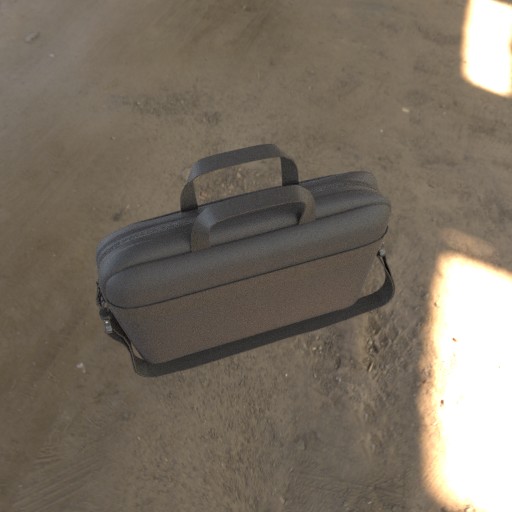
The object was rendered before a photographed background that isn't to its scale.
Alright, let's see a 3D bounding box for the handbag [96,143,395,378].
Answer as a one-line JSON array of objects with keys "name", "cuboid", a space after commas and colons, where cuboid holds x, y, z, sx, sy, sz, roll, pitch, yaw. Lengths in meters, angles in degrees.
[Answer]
[{"name": "handbag", "cuboid": [0.000, 0.000, 0.586, 0.429, 0.330, 0.126, -15, 58, -9]}]
